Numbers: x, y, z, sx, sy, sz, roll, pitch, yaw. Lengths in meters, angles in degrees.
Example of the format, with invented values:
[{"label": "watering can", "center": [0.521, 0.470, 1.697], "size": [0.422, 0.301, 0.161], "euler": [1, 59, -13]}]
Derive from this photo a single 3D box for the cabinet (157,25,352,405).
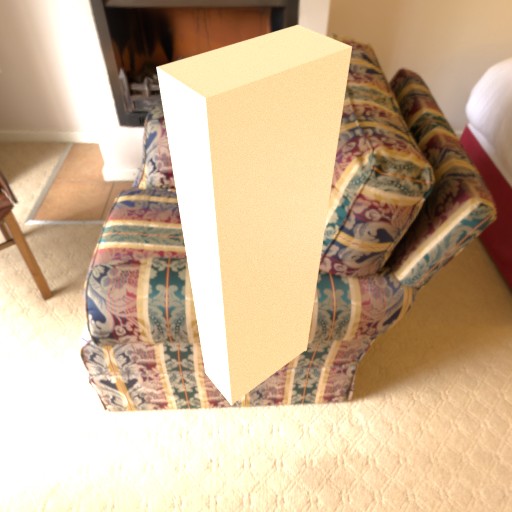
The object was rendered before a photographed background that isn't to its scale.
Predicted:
[{"label": "cabinet", "center": [0.000, 0.000, 1.840], "size": [0.520, 1.630, 0.255], "euler": [-30, 53, -26]}]
